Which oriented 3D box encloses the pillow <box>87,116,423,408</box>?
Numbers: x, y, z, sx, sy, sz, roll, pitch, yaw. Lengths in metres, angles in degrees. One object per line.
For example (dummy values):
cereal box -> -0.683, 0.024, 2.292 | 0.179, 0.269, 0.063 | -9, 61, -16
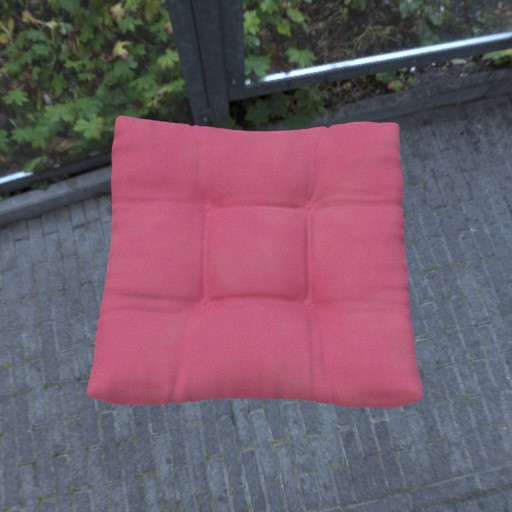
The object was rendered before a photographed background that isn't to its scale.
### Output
pillow -> 0.000, 0.000, 0.726 | 0.490, 0.128, 0.468 | 1, 76, 0
